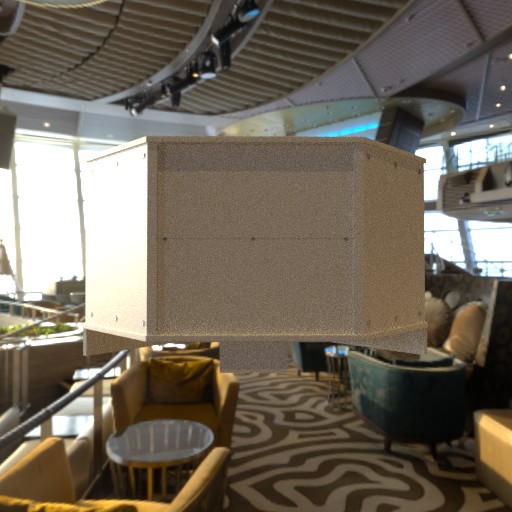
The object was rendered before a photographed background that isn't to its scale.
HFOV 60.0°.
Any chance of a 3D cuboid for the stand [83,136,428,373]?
[{"bbox_3d":[0.000,0.000,1.378,1.072,0.614,0.477,0,-1,-1],"label":"stand"}]
